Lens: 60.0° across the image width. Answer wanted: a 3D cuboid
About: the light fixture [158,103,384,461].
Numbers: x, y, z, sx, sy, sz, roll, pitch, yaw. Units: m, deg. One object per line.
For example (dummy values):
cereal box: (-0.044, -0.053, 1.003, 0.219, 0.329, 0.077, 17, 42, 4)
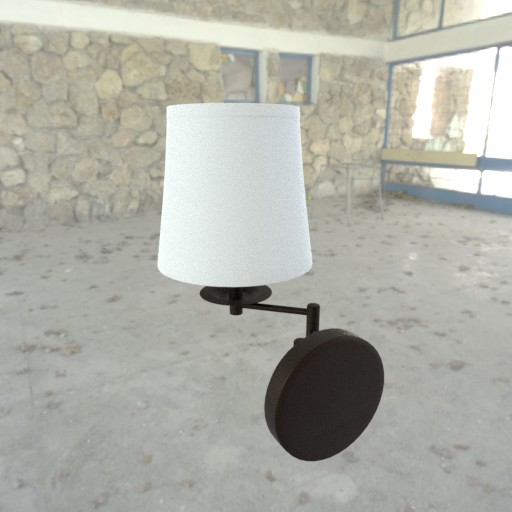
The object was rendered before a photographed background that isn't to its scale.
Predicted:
light fixture: (0.000, 0.000, 0.265, 0.100, 0.172, 0.157, -8, 17, -28)
